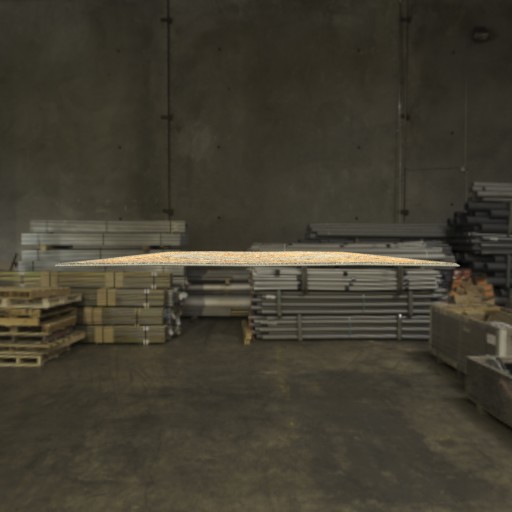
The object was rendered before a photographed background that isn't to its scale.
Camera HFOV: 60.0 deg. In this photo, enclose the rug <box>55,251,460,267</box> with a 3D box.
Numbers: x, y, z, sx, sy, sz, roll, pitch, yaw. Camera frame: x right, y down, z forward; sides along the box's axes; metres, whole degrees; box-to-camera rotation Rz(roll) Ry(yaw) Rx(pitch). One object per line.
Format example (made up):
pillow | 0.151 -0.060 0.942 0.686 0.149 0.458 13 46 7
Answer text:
rug | 0.000 0.000 3.882 2.158 0.024 3.063 0 2 0
